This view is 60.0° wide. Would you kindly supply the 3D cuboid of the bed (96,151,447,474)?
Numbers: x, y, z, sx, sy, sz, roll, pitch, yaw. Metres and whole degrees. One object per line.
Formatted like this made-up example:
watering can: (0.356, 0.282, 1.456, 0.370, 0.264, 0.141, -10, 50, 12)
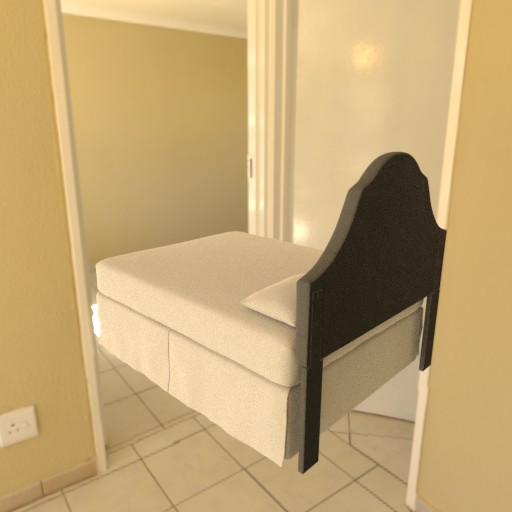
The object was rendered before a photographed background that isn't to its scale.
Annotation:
bed: (0.000, 0.000, 3.283, 2.155, 1.575, 1.636, 15, 22, 42)
